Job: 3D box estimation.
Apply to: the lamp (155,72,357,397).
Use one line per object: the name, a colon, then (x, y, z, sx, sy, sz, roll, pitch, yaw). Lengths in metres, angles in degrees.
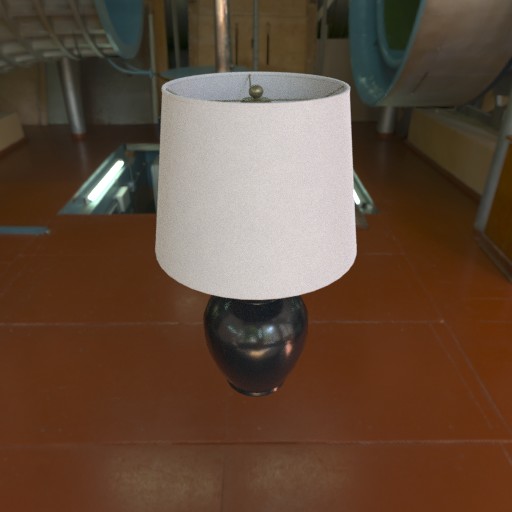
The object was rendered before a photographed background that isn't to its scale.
lamp: (0.000, 0.000, 0.547, 0.239, 0.399, 0.239, 0, 30, 0)
